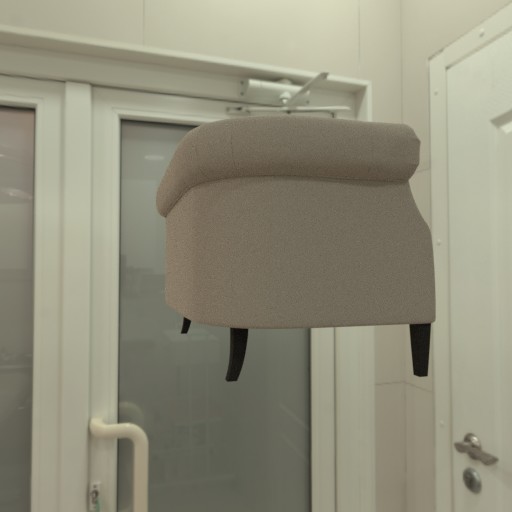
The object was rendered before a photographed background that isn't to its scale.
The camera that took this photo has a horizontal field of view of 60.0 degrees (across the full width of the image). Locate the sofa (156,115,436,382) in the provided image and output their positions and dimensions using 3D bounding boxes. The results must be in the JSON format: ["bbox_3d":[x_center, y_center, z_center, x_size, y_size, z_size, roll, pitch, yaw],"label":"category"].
[{"bbox_3d":[0.000,0.000,2.013,0.835,0.827,1.558,1,-2,-17],"label":"sofa"}]
